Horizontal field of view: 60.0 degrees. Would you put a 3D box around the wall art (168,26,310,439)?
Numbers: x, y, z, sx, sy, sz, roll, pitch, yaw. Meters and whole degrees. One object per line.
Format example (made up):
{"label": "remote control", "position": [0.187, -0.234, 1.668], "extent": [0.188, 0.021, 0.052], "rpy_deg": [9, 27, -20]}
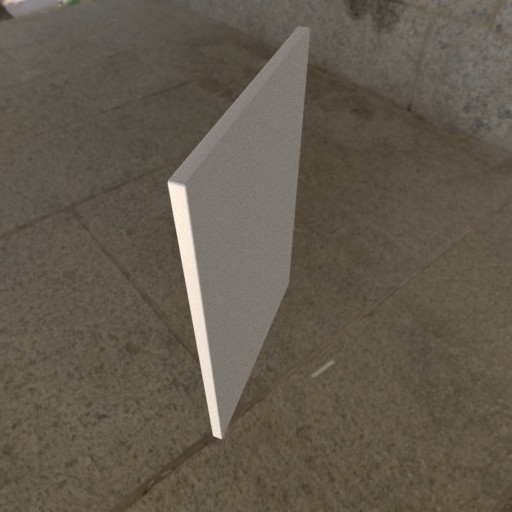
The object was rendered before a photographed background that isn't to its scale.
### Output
{"label": "wall art", "position": [0.000, 0.000, 1.022], "extent": [0.026, 0.813, 0.556], "rpy_deg": [16, 49, 14]}
